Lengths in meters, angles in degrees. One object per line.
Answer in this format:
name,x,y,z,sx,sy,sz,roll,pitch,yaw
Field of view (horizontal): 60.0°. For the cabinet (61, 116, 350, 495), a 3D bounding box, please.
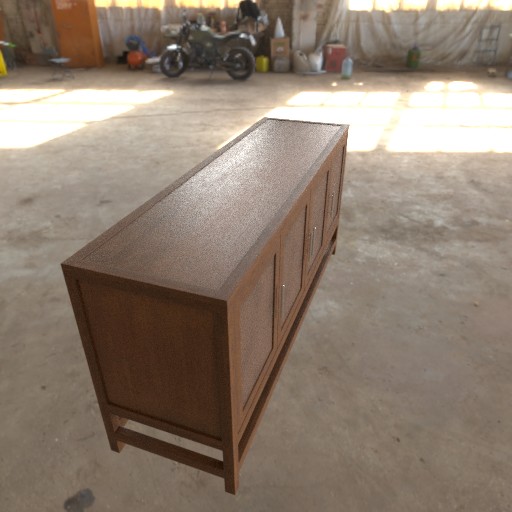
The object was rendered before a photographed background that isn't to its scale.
cabinet,0.000,0.000,2.039,0.522,0.820,1.708,11,33,17
